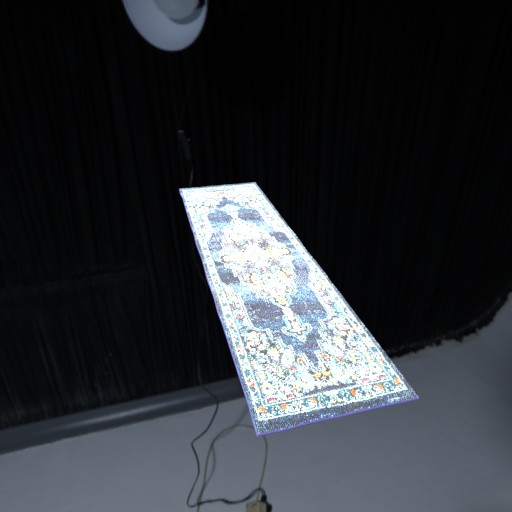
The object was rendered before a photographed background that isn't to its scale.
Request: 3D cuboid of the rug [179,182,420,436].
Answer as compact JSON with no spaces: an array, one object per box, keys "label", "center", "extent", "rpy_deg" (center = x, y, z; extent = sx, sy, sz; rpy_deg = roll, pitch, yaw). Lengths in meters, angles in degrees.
[{"label":"rug","center":[0.000,0.000,2.453],"extent":[0.602,0.016,2.283],"rpy_deg":[-7,30,-13]}]
